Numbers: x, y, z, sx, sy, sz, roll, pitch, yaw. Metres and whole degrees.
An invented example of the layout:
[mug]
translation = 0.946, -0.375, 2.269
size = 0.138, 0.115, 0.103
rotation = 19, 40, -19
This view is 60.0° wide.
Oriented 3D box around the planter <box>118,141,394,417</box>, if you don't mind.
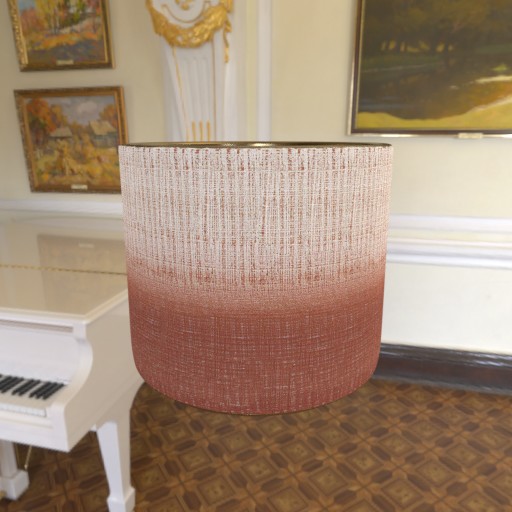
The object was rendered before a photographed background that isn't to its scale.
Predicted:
[planter]
translation = 0.000, 0.000, 0.447
size = 0.254, 0.221, 0.254
rotation = 0, 15, 0
